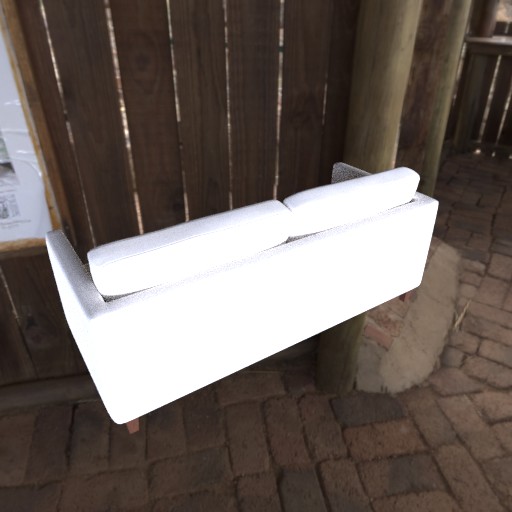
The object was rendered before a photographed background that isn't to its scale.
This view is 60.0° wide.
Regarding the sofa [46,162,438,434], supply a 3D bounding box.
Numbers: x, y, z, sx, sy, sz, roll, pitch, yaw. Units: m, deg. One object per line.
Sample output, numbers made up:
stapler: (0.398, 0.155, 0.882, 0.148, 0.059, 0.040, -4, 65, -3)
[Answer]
sofa: (0.000, 0.000, 2.666, 2.139, 0.933, 0.924, -18, 35, -28)
